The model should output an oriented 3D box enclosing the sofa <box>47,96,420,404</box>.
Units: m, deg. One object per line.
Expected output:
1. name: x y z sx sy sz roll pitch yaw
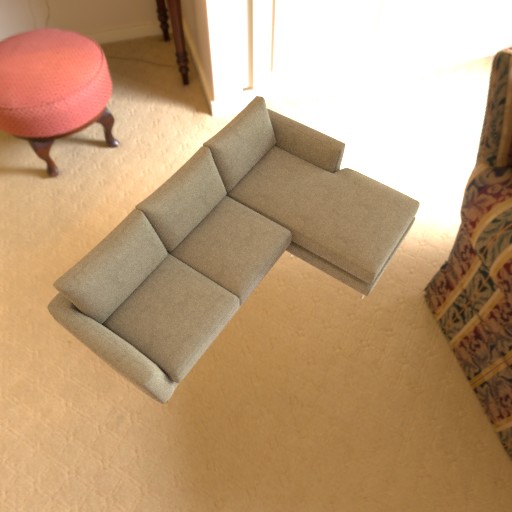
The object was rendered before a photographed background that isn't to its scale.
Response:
1. sofa: 0.000 0.000 3.260 1.626 0.864 2.438 30 62 18
